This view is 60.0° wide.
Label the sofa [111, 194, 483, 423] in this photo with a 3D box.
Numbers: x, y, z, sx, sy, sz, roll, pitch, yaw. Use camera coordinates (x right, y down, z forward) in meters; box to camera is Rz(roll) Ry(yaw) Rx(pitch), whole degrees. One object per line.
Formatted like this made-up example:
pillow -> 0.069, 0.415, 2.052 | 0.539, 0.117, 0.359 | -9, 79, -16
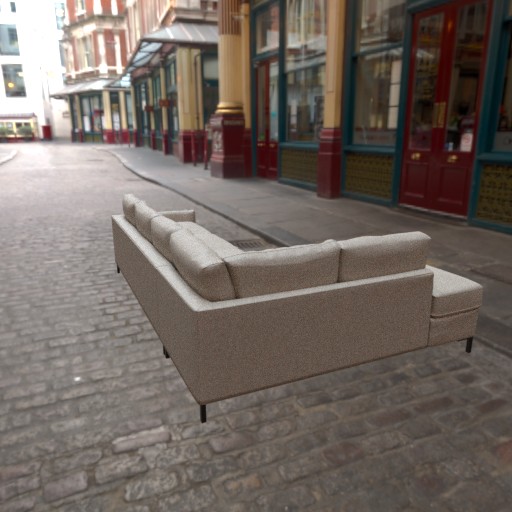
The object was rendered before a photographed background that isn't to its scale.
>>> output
sofa -> 0.000, 0.000, 3.104 | 1.617, 0.703, 2.423 | -7, 17, -24
